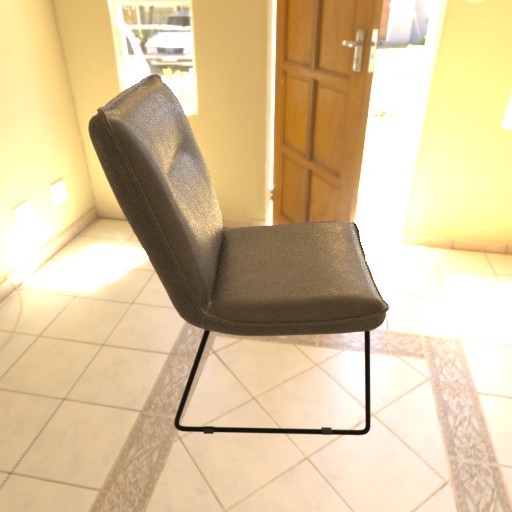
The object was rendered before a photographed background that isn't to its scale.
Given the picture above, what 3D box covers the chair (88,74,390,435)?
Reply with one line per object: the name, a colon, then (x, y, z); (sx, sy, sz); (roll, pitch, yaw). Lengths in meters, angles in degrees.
chair: (0.000, 0.000, 1.299); (0.688, 0.932, 0.515); (1, 31, 1)
